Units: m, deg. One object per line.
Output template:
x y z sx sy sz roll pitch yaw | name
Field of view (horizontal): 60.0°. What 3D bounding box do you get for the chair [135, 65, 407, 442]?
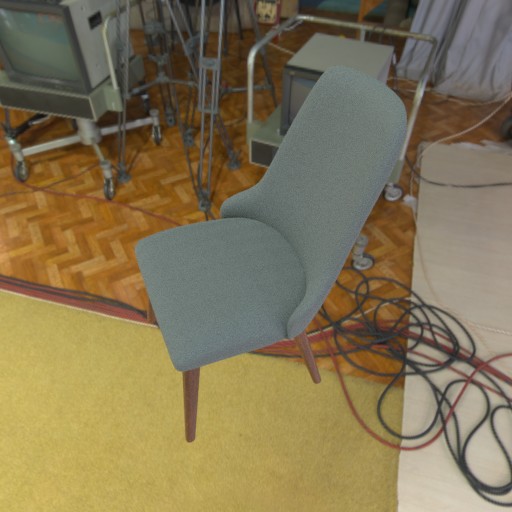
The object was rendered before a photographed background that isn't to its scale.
0.000 0.000 1.319 0.707 0.918 0.535 -17 49 -15 | chair
